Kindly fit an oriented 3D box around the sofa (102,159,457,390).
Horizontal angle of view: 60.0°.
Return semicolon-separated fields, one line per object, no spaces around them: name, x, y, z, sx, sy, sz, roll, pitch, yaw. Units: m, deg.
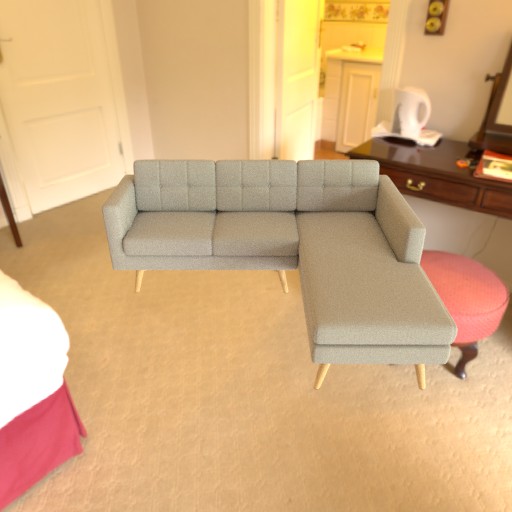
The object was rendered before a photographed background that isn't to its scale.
sofa;0.000;0.000;2.870;2.040;0.860;1.530;0;30;0
